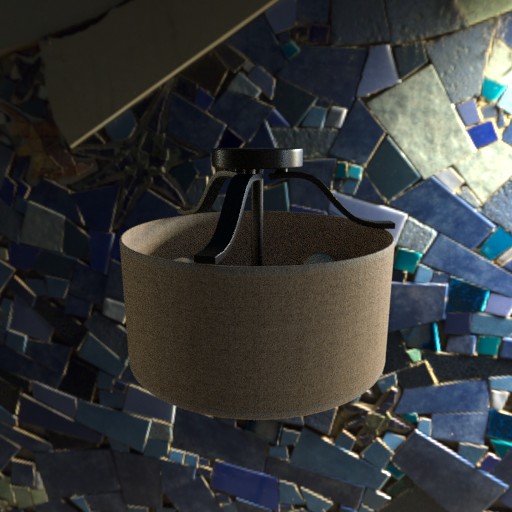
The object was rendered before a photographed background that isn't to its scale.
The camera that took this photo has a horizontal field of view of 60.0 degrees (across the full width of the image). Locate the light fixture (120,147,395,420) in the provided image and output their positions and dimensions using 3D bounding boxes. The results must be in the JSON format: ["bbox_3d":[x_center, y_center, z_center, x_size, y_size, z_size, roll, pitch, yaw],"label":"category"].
[{"bbox_3d":[0.000,0.000,0.648,0.390,0.306,0.390,0,15,0],"label":"light fixture"}]
